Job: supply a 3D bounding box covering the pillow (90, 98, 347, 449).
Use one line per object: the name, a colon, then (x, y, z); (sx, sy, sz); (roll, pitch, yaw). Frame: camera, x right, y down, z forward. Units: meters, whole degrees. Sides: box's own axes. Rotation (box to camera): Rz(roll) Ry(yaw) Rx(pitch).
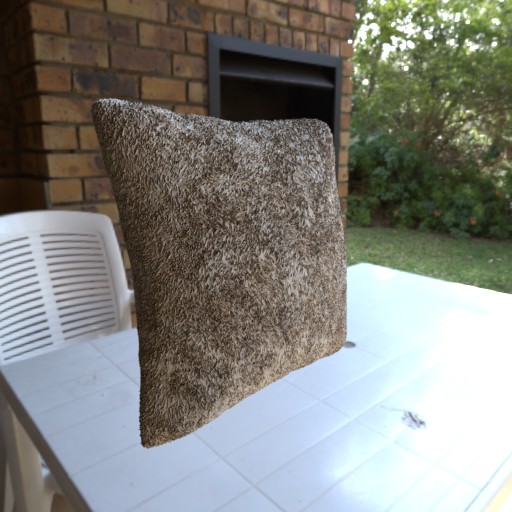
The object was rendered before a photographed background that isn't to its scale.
pillow: (0.000, 0.000, 0.806); (0.218, 0.515, 0.529); (13, 19, 42)
